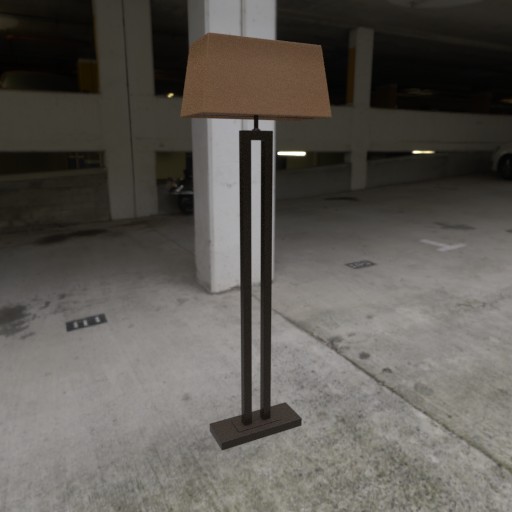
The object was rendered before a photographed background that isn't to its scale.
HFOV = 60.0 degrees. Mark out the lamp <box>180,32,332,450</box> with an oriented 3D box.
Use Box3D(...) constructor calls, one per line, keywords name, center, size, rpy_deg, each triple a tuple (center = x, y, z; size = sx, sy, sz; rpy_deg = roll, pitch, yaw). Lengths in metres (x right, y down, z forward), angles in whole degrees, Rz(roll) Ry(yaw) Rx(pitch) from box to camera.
Box3D(name="lamp", center=(0.000, 0.000, 1.663), size=(0.475, 1.469, 0.233), rpy_deg=(-7, 15, -25))
